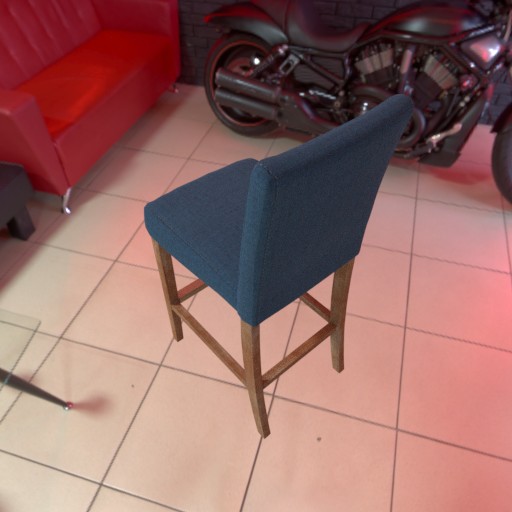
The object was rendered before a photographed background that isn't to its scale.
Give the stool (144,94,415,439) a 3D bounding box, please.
[{"bbox_3d":[0.000,0.000,1.364,0.454,1.088,0.574,-32,53,-27],"label":"stool"}]
